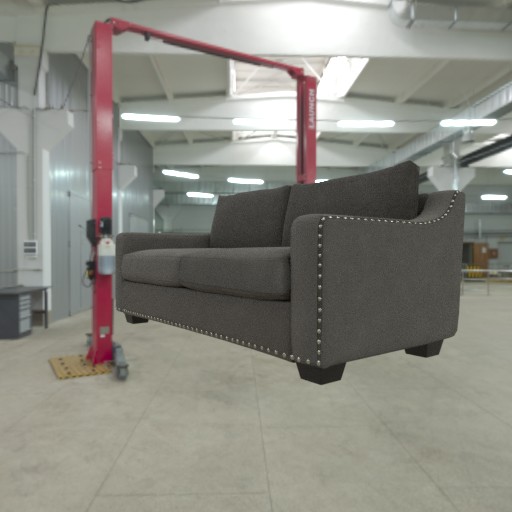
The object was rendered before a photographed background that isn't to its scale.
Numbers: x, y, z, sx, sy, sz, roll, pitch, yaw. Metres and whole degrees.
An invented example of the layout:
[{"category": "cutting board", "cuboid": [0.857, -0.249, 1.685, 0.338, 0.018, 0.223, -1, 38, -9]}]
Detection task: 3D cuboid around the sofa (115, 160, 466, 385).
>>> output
[{"category": "sofa", "cuboid": [0.000, 0.000, 3.353, 1.336, 1.196, 2.550, 0, 1, -38]}]
